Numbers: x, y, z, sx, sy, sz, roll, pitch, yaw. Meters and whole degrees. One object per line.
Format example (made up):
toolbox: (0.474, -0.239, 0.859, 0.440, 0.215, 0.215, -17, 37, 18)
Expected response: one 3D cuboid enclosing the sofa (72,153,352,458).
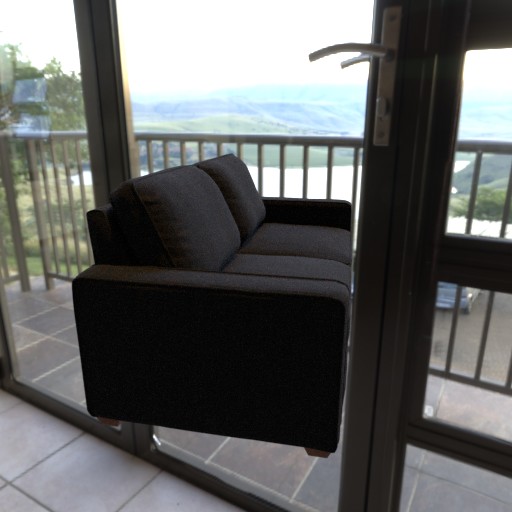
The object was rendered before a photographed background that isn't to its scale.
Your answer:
sofa: (0.000, 0.000, 2.223, 0.947, 0.918, 1.709, 4, 18, 11)
